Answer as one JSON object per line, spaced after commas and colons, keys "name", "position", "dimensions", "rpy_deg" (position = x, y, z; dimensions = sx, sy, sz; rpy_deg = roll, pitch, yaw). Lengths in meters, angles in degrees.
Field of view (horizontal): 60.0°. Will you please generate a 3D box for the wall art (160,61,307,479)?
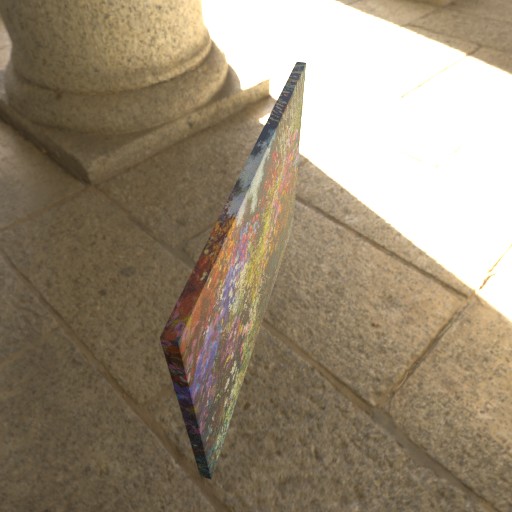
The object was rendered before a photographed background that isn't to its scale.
{"name": "wall art", "position": [0.000, 0.000, 1.411], "dimensions": [0.042, 0.760, 1.136], "rpy_deg": [12, 48, 10]}
